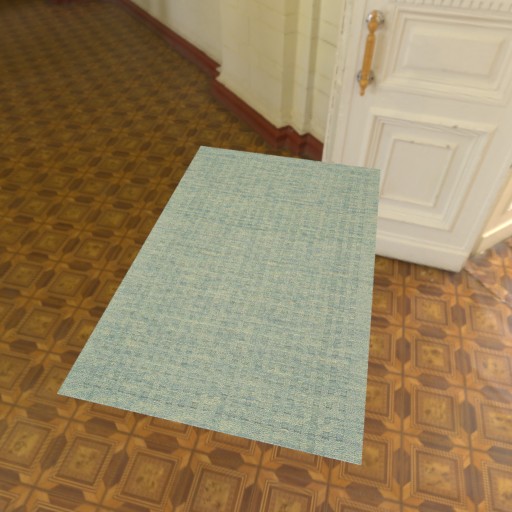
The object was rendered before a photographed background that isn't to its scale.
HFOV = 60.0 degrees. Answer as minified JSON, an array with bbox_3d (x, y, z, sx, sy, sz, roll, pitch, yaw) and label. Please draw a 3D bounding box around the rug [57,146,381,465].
[{"bbox_3d":[0.000,0.000,2.186,1.142,0.006,1.752,10,47,9],"label":"rug"}]
